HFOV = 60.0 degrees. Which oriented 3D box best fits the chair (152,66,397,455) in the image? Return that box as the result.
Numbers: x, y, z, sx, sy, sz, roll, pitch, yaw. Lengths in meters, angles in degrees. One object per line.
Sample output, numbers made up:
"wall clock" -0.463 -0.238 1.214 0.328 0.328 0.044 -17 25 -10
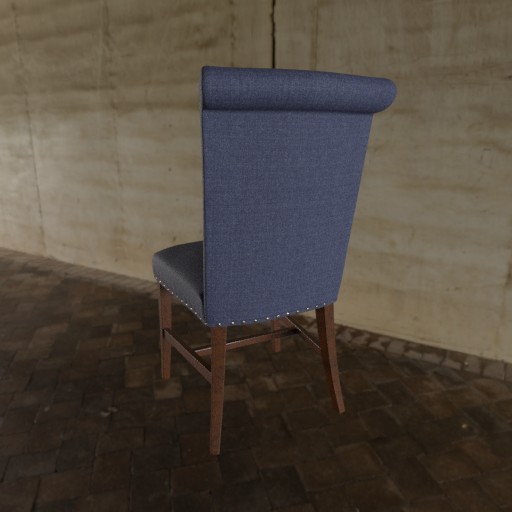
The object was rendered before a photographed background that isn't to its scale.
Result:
"chair" 0.000 0.000 1.347 0.513 0.988 0.608 -8 17 -26
